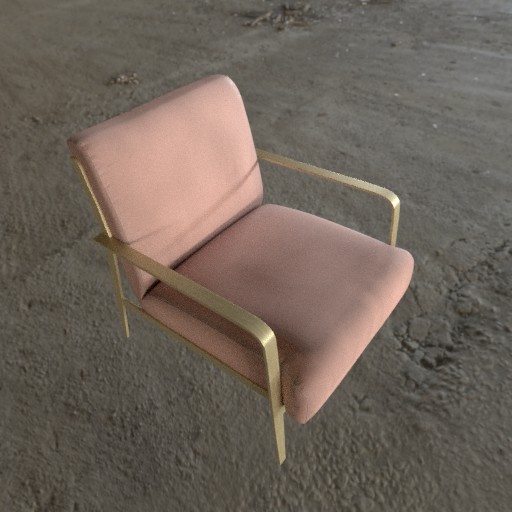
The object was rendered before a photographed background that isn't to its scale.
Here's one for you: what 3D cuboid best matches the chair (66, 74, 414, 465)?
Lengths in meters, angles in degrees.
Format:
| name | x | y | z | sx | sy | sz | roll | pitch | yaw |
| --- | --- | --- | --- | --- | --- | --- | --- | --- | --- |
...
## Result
| name | x | y | z | sx | sy | sz | roll | pitch | yaw |
| --- | --- | --- | --- | --- | --- | --- | --- | --- | --- |
| chair | 0.000 | 0.000 | 1.428 | 0.848 | 0.823 | 0.701 | 28 | 50 | 27 |
